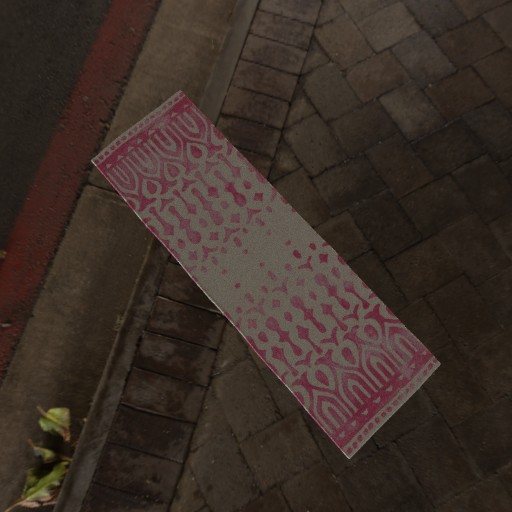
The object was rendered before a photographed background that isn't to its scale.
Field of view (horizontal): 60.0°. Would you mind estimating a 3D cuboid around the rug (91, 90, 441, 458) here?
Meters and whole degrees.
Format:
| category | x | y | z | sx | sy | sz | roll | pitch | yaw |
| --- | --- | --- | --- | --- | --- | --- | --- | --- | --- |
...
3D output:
| category | x | y | z | sx | sy | sz | roll | pitch | yaw |
| --- | --- | --- | --- | --- | --- | --- | --- | --- | --- |
| rug | 0.000 | 0.000 | 2.774 | 0.787 | 0.011 | 2.458 | -41 | 80 | -9 |
